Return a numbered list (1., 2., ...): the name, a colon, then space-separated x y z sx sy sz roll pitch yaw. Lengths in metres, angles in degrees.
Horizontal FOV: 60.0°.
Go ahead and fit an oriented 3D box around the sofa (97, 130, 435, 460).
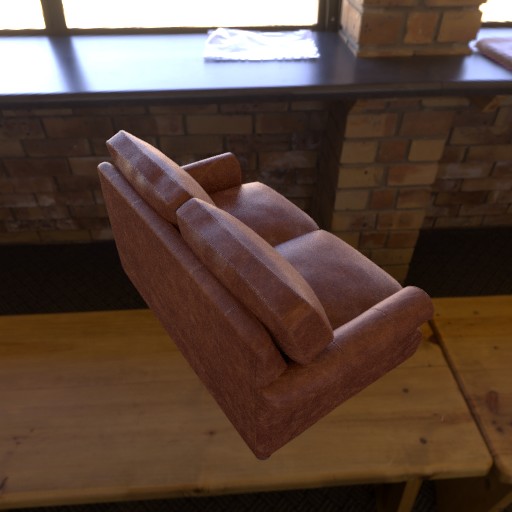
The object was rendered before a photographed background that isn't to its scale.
1. sofa: 0.000 0.000 2.221 0.990 0.967 1.616 -25 46 -26
